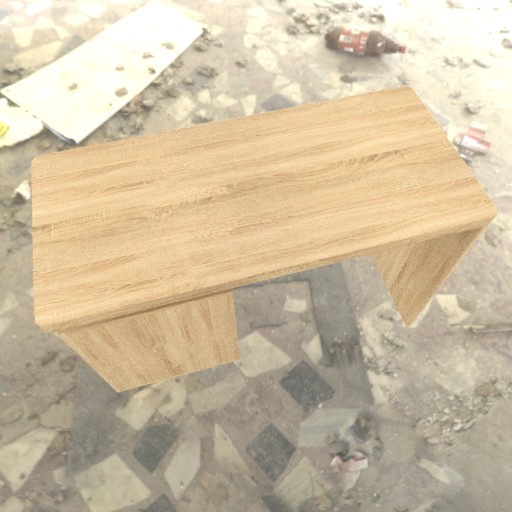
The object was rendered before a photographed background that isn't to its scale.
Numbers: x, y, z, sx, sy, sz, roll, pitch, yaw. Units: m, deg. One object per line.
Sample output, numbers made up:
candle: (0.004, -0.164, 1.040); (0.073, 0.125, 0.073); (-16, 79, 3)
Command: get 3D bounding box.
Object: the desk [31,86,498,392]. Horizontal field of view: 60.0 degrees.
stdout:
desk: (0.000, 0.000, 1.553); (1.200, 0.760, 0.550); (-13, 60, -8)
